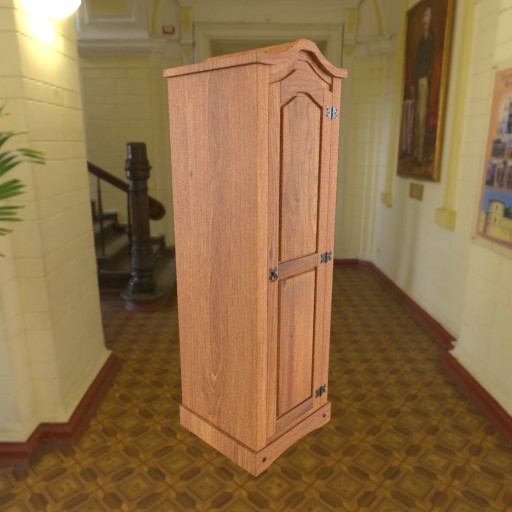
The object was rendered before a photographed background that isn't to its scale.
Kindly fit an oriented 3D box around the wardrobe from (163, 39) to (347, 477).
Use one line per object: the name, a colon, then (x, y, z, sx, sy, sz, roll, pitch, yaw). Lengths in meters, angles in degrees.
wardrobe: (0.000, 0.000, 2.180, 0.570, 1.870, 0.590, 13, 20, 42)
